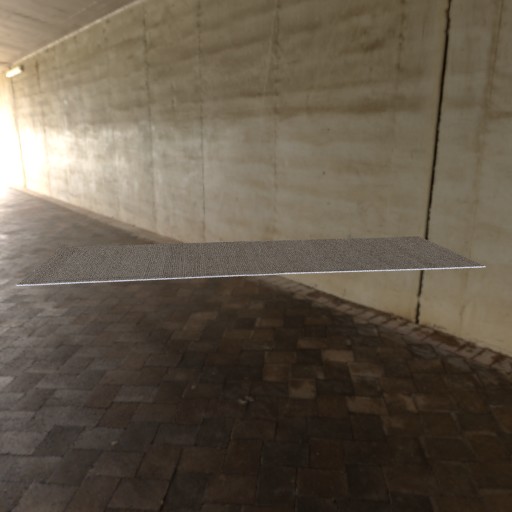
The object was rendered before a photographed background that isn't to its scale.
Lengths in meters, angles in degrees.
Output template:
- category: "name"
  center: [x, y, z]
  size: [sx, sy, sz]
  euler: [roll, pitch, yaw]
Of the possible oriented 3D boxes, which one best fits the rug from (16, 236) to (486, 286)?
- category: "rug"
  center: [0.000, 0.000, 2.571]
  size: [2.390, 0.014, 0.741]
  euler: [-2, 15, -7]
